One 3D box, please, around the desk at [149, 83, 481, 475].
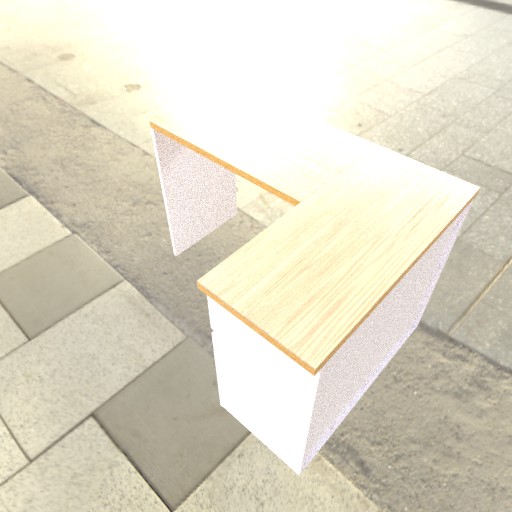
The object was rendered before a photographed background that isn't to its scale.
[{"bbox_3d":[0.000,0.000,1.762,1.170,0.760,0.900,33,54,28],"label":"desk"}]
